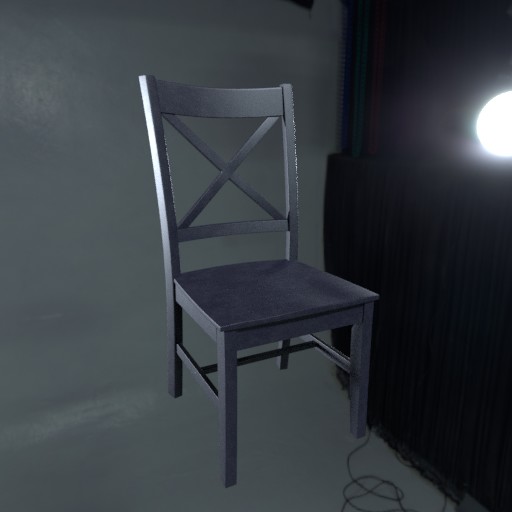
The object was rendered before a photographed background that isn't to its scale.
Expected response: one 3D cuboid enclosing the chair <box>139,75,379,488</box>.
[{"bbox_3d":[0.000,0.000,1.259,0.485,0.983,0.542,-7,17,-26],"label":"chair"}]
